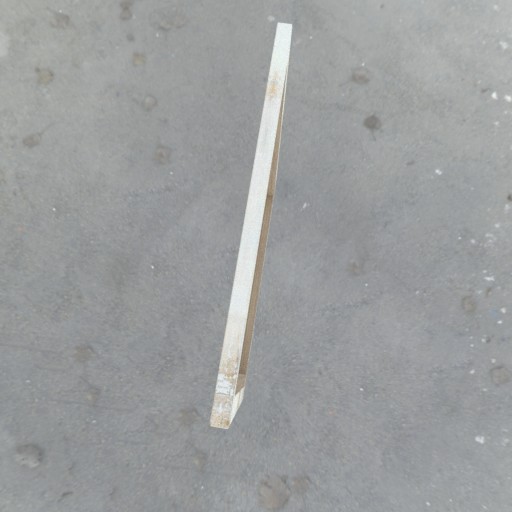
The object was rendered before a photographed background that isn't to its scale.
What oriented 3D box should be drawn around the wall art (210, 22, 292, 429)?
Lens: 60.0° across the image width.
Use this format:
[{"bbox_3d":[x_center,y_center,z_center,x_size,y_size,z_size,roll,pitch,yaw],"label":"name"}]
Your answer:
[{"bbox_3d":[0.000,0.000,1.534,0.040,1.018,1.015,8,75,2],"label":"wall art"}]
